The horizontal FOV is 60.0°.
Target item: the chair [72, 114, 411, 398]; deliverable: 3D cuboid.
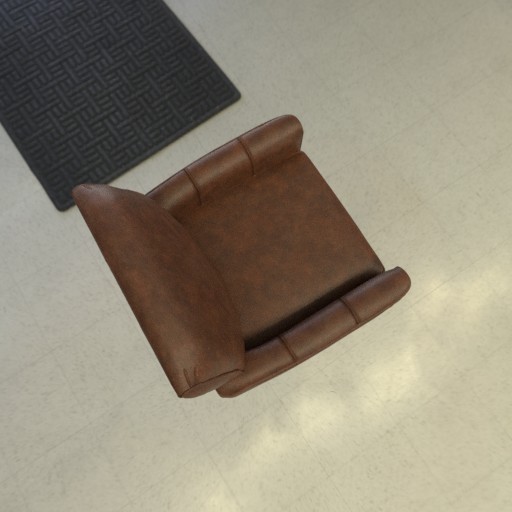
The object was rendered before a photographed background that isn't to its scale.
[{"bbox_3d":[0.000,0.000,1.663,0.850,1.010,0.839,-30,77,-8],"label":"chair"}]
